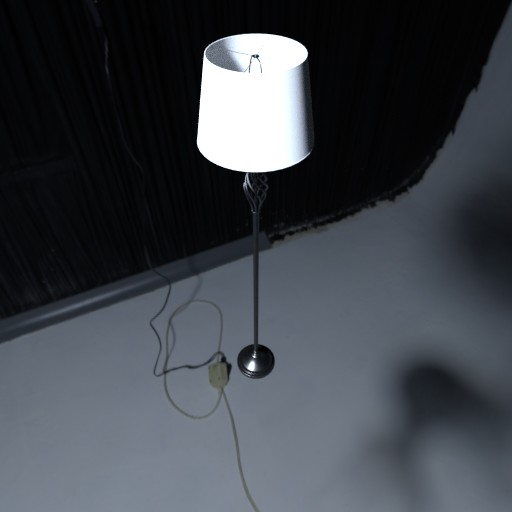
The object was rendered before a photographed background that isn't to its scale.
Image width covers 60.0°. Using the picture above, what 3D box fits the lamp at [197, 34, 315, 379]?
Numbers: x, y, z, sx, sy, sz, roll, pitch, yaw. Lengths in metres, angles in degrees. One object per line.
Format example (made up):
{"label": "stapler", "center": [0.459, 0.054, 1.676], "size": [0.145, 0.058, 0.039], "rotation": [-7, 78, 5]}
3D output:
{"label": "lamp", "center": [0.000, 0.000, 1.820], "size": [0.379, 1.623, 0.379], "rotation": [0, 45, 0]}
